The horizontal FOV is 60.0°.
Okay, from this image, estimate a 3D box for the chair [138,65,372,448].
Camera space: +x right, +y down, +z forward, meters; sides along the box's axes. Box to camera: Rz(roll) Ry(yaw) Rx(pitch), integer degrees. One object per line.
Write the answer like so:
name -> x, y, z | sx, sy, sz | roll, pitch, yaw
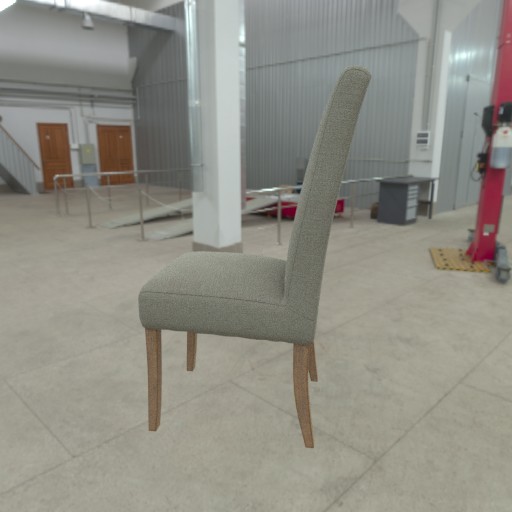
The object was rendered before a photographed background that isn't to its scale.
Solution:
chair -> 0.000, 0.000, 1.385 | 0.611, 1.033, 0.450 | 2, 14, 9
